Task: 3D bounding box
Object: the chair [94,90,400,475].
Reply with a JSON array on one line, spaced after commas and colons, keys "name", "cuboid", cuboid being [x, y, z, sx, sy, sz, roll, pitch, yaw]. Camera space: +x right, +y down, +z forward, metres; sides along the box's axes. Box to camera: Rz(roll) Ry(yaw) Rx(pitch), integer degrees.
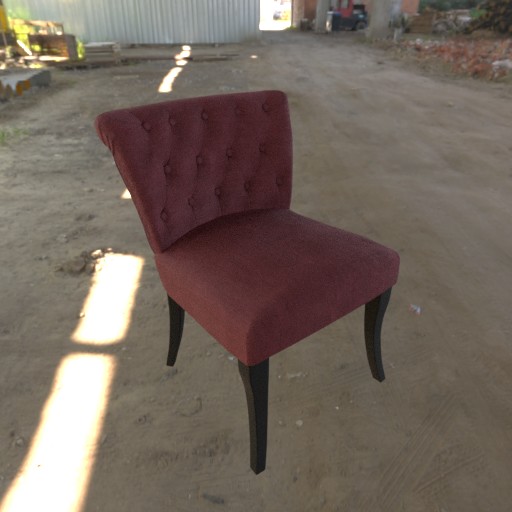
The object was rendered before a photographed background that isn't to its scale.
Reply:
[{"name": "chair", "cuboid": [0.000, 0.000, 1.192, 0.582, 0.750, 0.605, -22, 35, -34]}]
